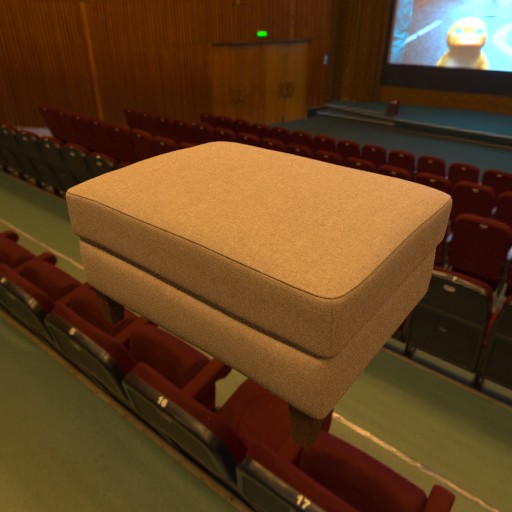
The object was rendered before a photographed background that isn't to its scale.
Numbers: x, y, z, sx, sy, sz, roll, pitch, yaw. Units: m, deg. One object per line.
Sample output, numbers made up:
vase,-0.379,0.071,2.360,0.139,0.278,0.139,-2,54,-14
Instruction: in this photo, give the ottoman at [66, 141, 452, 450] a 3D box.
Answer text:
ottoman,0.000,0.000,1.334,0.898,0.519,0.677,22,36,33
